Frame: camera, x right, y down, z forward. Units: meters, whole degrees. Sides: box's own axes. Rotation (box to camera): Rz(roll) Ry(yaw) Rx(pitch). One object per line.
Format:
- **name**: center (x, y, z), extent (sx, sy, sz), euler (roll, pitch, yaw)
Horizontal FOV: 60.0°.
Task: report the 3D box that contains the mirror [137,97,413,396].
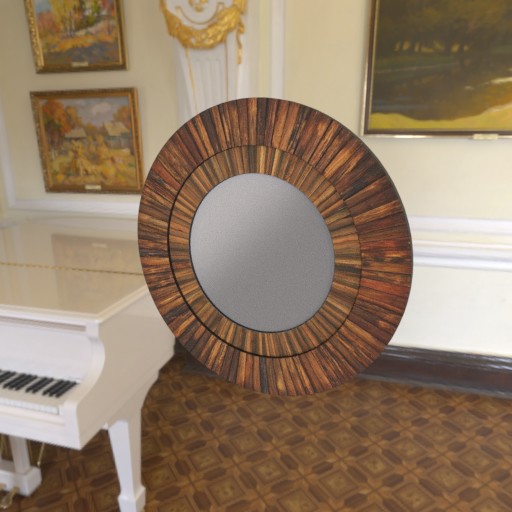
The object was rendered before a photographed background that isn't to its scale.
- **mirror**: center (0.000, 0.000, 1.598), extent (1.077, 1.077, 0.036), euler (8, 17, 27)
